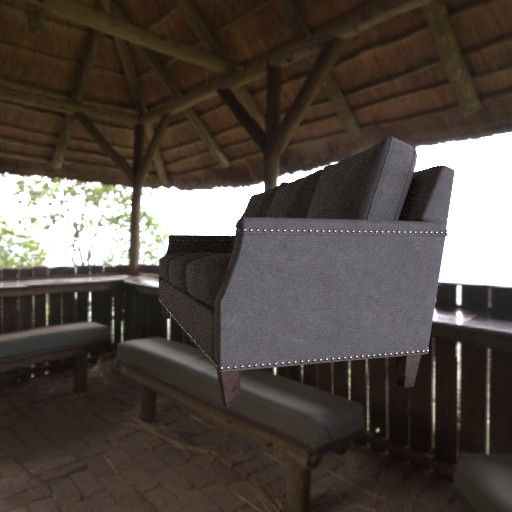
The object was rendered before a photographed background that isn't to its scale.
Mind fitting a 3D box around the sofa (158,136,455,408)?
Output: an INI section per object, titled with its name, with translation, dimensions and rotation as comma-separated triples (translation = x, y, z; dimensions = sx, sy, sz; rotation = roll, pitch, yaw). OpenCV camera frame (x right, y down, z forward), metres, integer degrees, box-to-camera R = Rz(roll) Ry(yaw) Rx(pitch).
[sofa]
translation = 0.000, 0.000, 2.717
dimensions = 1.034, 1.042, 2.226
rotation = 0, 1, -18
